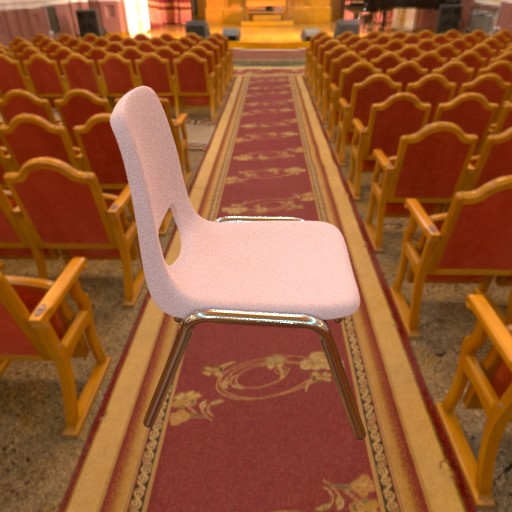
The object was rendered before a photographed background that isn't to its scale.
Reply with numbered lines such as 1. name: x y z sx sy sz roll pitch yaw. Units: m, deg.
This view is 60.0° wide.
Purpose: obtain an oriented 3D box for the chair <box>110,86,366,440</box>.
1. chair: 0.000 0.000 0.826 0.423 0.586 0.354 1 32 2
